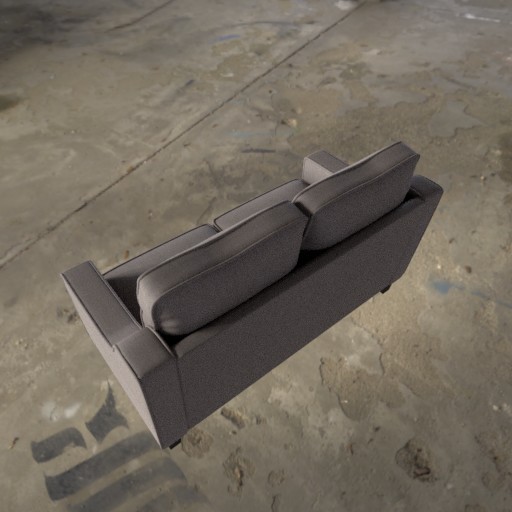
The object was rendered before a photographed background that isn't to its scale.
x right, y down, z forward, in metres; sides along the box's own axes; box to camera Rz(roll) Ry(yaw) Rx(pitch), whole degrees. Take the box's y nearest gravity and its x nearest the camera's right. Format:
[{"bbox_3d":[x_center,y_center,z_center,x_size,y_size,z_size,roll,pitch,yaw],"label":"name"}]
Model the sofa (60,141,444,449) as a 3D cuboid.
[{"bbox_3d":[0.000,0.000,2.014,1.500,0.948,0.791,-30,52,-26],"label":"sofa"}]
